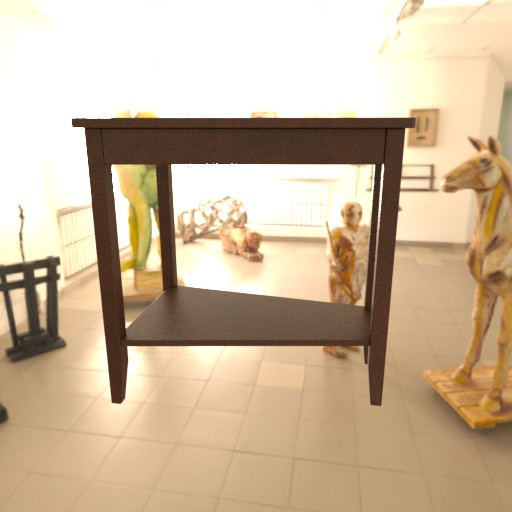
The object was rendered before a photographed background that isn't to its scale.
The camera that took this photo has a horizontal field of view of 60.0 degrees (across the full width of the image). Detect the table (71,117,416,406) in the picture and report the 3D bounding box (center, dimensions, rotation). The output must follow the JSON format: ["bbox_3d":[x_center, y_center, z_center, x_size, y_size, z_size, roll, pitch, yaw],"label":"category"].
[{"bbox_3d":[0.000,0.000,1.004,0.605,0.589,0.399,3,16,9],"label":"table"}]
